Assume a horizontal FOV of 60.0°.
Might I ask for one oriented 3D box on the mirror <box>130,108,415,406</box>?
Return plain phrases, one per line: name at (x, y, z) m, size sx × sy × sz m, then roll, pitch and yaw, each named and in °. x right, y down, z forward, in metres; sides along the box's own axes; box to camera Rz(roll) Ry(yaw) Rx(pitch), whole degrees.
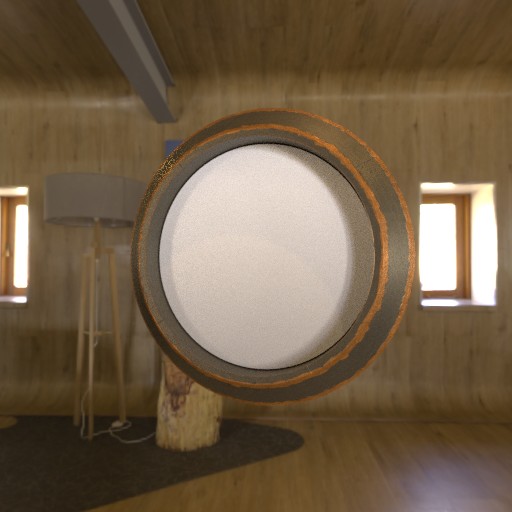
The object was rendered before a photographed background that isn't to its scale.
mirror at (0.000, 0.000, 1.339) m, size 0.907 × 0.907 × 0.111 m, roll 0°, pitch -1°, yaw 18°
